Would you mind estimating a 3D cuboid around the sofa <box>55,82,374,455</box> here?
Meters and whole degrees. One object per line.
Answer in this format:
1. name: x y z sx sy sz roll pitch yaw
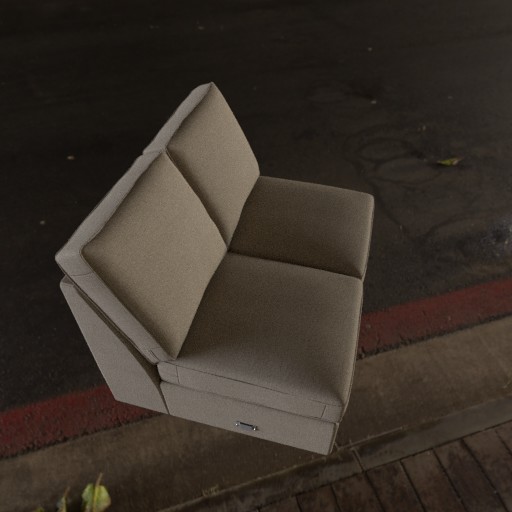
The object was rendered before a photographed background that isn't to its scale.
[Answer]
1. sofa: 0.000 0.000 1.967 0.978 1.006 1.232 11 46 11
